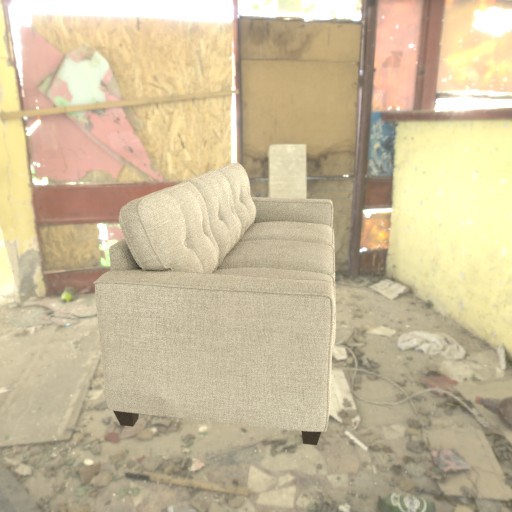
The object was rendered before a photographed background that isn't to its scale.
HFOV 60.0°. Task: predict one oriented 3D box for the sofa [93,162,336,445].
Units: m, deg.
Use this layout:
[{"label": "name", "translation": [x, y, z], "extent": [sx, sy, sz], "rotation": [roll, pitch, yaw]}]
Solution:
[{"label": "sofa", "translation": [0.000, 0.000, 2.658], "extent": [0.939, 0.965, 2.133], "rotation": [3, 17, 9]}]
